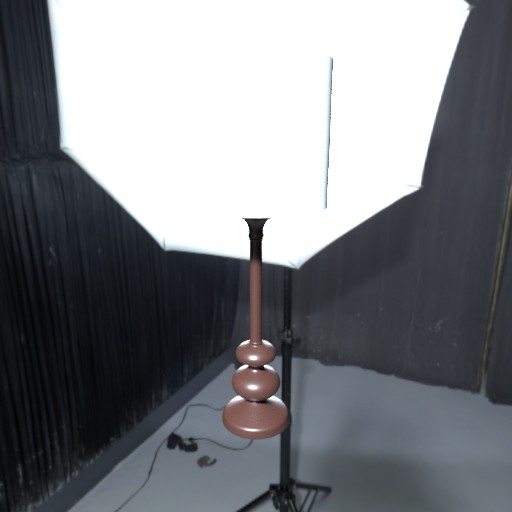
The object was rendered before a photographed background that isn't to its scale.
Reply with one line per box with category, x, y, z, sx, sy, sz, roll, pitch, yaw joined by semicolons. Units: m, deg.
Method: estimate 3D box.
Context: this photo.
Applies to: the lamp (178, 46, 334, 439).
lamp;0.000;0.000;0.817;0.254;0.690;0.254;8;17;26
